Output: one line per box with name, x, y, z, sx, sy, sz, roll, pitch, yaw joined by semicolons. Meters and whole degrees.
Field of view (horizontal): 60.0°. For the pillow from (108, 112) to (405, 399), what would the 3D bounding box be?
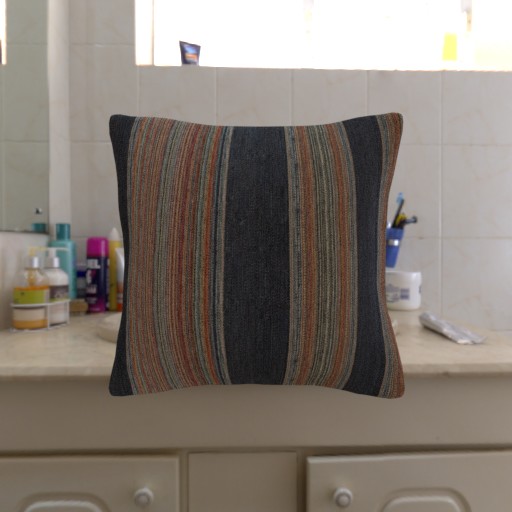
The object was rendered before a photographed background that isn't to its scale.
pillow;0.000;0.000;0.651;0.437;0.419;0.136;0;0;1
